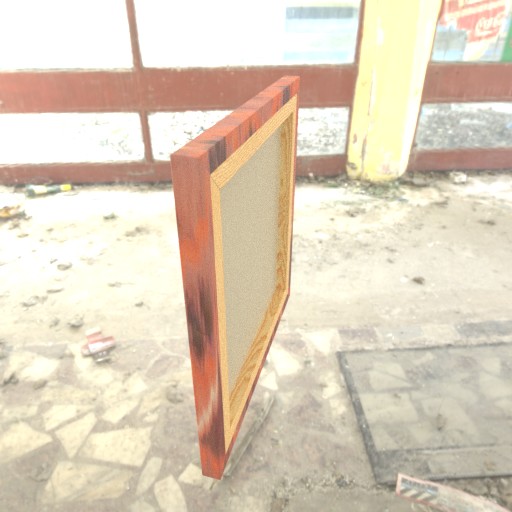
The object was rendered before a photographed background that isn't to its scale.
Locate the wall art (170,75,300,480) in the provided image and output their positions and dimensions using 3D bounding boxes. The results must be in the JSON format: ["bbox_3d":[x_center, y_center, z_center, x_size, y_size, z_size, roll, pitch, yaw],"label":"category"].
[{"bbox_3d":[0.000,0.000,0.912,0.037,0.609,0.603,8,32,14],"label":"wall art"}]
